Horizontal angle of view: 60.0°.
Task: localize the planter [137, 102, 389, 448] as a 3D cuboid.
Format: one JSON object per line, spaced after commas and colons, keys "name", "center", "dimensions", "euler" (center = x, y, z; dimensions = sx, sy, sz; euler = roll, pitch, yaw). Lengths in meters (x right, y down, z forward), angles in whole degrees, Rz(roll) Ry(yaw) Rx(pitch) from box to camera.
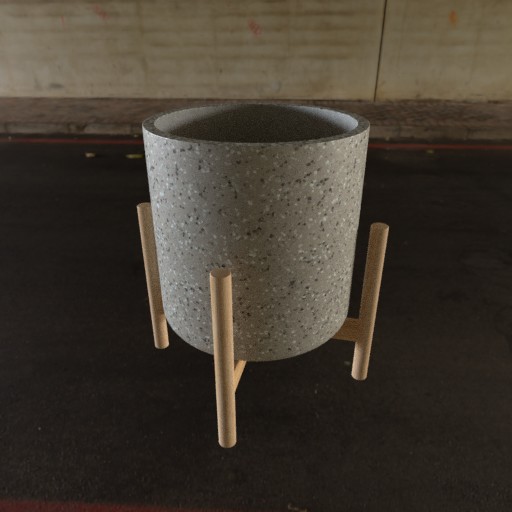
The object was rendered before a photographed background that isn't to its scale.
{"name": "planter", "center": [0.000, 0.000, 0.701], "dimensions": [0.360, 0.419, 0.360], "euler": [18, 33, 31]}
